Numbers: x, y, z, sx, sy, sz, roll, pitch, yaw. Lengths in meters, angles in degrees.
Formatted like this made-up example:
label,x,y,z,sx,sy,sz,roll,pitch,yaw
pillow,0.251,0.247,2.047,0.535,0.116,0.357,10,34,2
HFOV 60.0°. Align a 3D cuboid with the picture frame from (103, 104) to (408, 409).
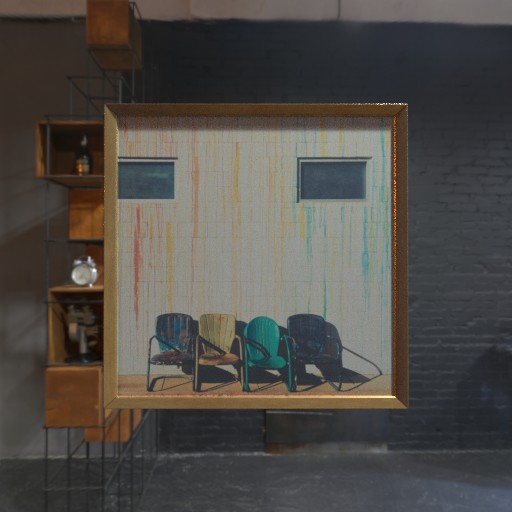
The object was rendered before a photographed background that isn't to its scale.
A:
label,x,y,z,sx,sy,sz,roll,pitch,yaw
picture frame,0.000,0.000,1.123,0.758,0.761,0.037,0,0,0
